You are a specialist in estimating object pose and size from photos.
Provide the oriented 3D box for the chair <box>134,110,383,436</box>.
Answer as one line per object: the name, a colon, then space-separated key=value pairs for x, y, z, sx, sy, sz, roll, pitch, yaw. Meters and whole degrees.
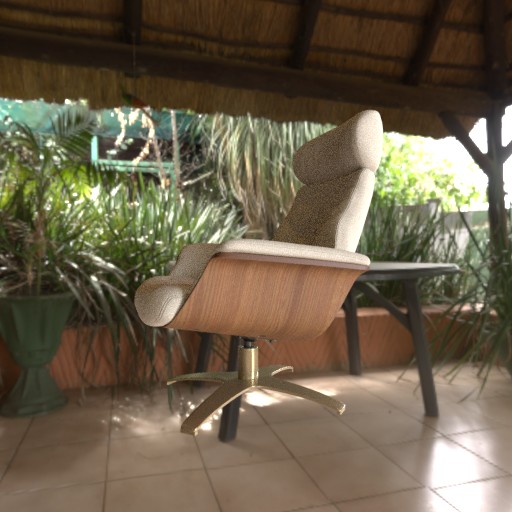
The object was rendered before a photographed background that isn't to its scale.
chair: x=0.000 y=0.000 z=1.581 sx=0.837 sy=0.995 sz=0.785 roll=0 pitch=1 yaw=-17
